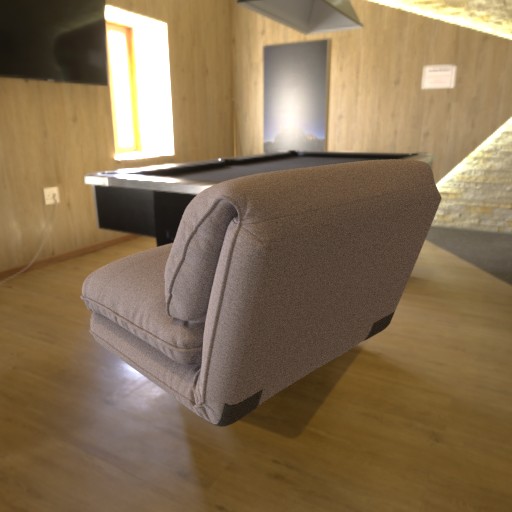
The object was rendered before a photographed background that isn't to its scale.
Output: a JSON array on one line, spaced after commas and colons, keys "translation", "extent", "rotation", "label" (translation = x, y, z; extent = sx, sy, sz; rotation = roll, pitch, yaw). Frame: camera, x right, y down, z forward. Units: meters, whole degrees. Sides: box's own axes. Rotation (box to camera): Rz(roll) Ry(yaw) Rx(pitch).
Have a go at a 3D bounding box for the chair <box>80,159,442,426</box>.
[{"translation": [0.000, 0.000, 1.346], "extent": [0.820, 0.580, 0.780], "rotation": [-16, 24, -42], "label": "chair"}]
